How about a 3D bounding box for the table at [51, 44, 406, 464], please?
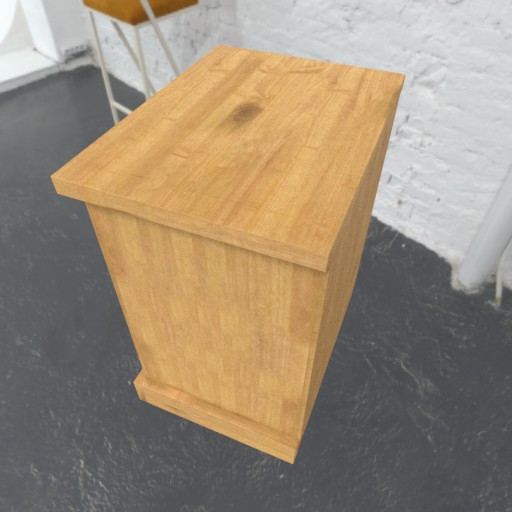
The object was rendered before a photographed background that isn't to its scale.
[{"bbox_3d":[0.000,0.000,1.200,0.500,0.813,0.660,17,48,16],"label":"table"}]
